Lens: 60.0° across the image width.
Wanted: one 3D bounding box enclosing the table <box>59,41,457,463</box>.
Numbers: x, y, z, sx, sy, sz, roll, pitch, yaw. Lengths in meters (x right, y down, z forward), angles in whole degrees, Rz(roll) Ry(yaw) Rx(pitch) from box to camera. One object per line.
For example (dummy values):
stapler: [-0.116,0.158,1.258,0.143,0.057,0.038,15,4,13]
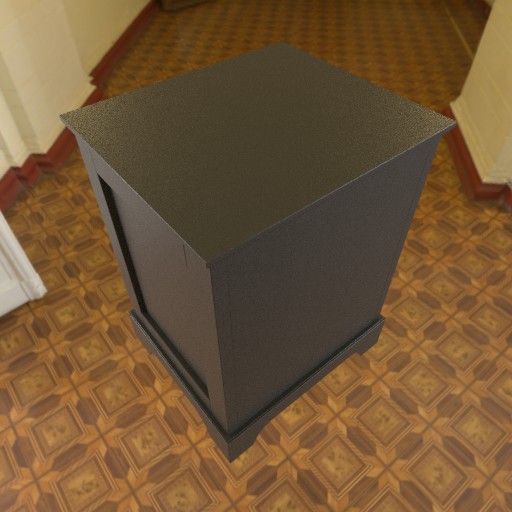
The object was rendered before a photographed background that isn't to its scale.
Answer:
table: [0.000,0.000,0.896,0.460,0.610,0.399,-30,54,-26]
